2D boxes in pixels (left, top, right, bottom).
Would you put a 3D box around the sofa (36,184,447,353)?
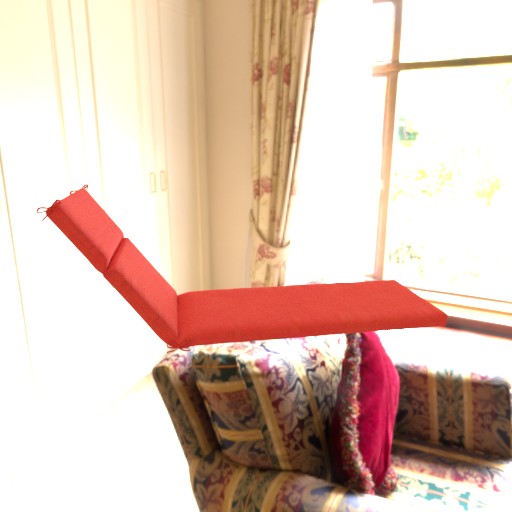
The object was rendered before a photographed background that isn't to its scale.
[{"bbox_3d":[0.000,0.000,2.016,1.663,0.622,0.582,-3,15,-10],"label":"sofa"}]
